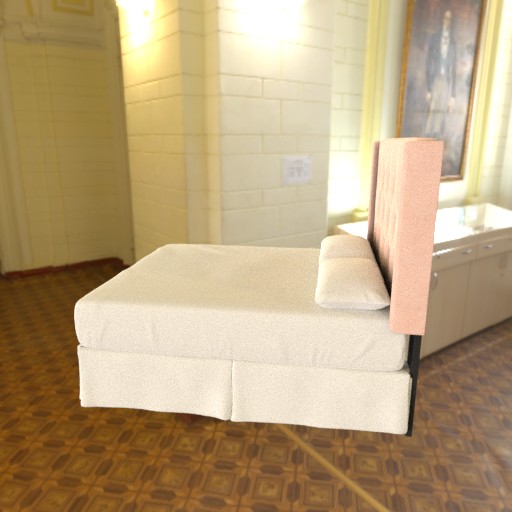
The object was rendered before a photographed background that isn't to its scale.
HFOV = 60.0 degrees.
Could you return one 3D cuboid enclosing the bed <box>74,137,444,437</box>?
[{"bbox_3d":[0.000,0.000,3.239,2.066,1.665,1.719,2,15,9],"label":"bed"}]
